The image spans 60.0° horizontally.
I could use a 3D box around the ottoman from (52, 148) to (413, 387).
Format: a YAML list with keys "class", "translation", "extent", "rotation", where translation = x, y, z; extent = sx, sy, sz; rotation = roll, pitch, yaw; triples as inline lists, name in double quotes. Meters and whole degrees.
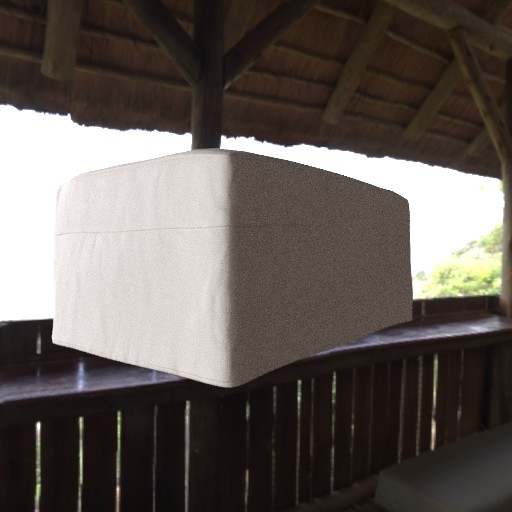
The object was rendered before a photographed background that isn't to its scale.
- class: "ottoman"
  translation: [0.000, 0.000, 1.193]
  extent: [0.590, 0.444, 0.872]
  rotation: [1, 1, 38]
